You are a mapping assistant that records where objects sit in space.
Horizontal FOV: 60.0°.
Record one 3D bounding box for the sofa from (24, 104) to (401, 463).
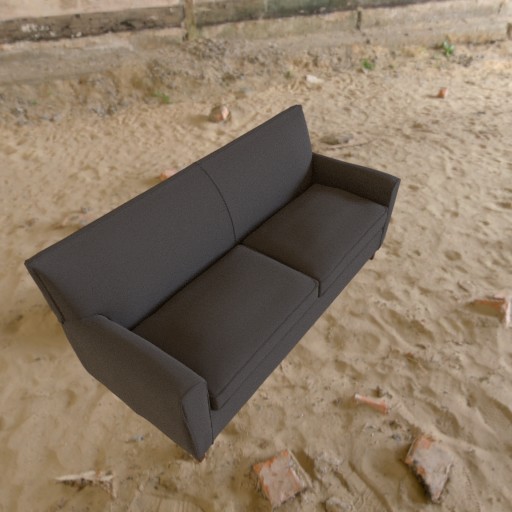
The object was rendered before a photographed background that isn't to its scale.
[{"bbox_3d":[0.000,0.000,2.465,0.843,0.907,2.002,26,47,27],"label":"sofa"}]
